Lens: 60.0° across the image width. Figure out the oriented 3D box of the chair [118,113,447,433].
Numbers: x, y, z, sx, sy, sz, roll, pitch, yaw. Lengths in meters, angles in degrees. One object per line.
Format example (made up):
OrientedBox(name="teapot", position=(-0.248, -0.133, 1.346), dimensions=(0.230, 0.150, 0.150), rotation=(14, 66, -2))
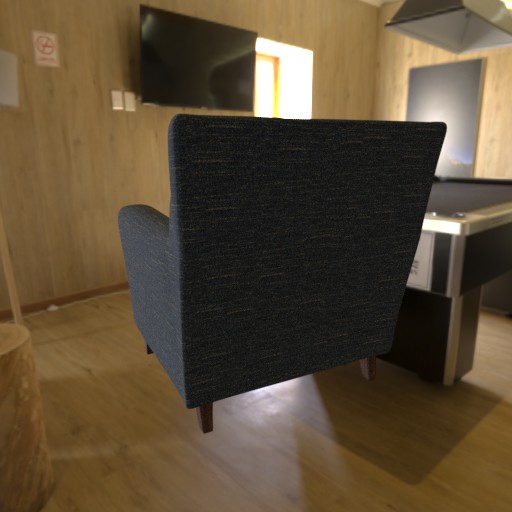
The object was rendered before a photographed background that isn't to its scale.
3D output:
OrientedBox(name="chair", position=(0.000, 0.000, 1.623), dimensions=(0.864, 0.928, 0.873), rotation=(-7, 16, -27))
